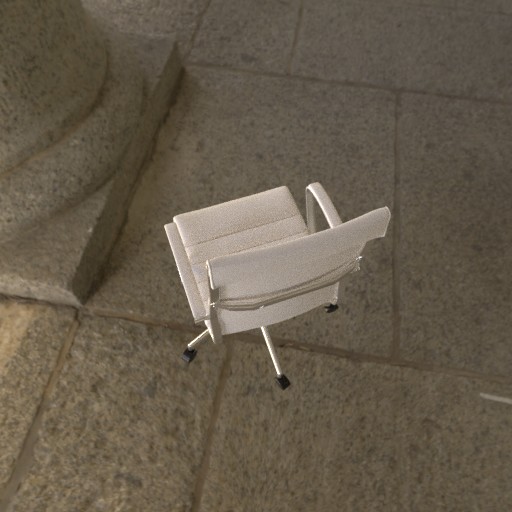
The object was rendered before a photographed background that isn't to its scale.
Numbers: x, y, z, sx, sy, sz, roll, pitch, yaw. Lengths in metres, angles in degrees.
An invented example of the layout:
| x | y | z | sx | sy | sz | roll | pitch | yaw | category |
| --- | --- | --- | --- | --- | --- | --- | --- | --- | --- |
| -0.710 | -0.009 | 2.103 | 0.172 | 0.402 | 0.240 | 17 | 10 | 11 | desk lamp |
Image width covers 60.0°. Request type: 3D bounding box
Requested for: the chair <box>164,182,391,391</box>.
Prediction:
| x | y | z | sx | sy | sz | roll | pitch | yaw | category |
| --- | --- | --- | --- | --- | --- | --- | --- | --- | --- |
| 0.000 | 0.000 | 1.620 | 0.766 | 1.149 | 0.739 | -17 | 61 | -10 | chair |
